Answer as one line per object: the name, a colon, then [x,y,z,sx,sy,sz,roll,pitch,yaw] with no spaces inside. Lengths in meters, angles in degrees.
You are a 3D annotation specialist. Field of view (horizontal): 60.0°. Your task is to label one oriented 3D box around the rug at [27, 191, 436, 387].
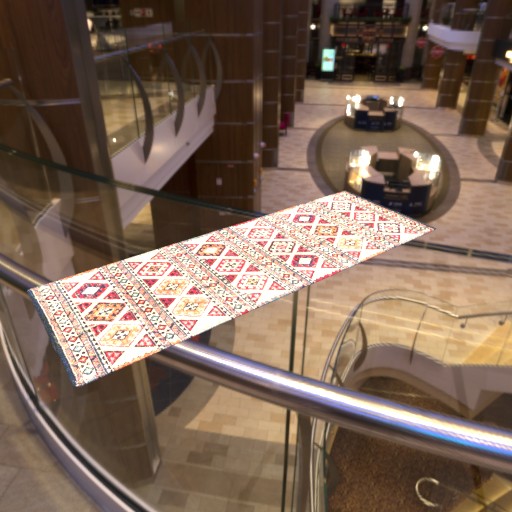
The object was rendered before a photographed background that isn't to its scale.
rug: [0.000,0.000,2.619,2.362,0.008,0.832,-20,36,-31]
